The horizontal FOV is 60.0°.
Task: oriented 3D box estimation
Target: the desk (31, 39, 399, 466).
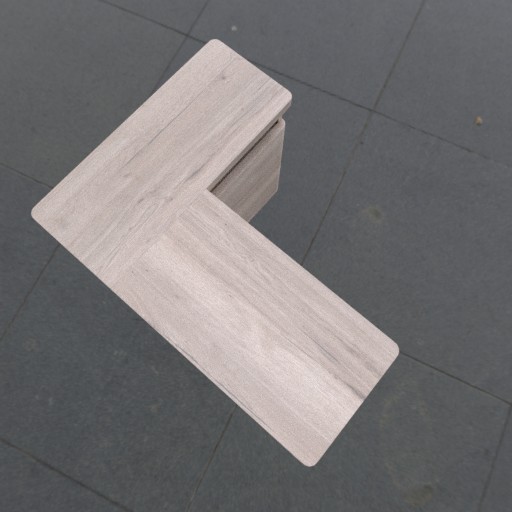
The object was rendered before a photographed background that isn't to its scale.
[{"bbox_3d":[0.000,0.000,1.785,1.169,0.760,0.900,40,78,10],"label":"desk"}]
